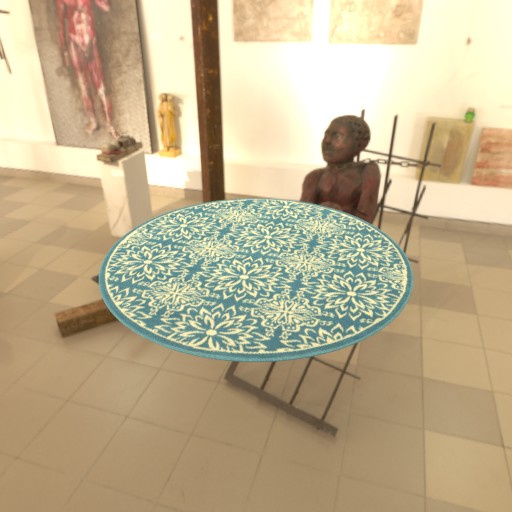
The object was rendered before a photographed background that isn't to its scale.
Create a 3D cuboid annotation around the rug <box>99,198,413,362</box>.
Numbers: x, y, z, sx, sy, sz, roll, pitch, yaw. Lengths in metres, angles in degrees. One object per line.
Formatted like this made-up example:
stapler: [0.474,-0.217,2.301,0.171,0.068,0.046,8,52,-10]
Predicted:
rug: [0.000,0.000,2.348,1.593,0.012,1.593,0,30,0]
